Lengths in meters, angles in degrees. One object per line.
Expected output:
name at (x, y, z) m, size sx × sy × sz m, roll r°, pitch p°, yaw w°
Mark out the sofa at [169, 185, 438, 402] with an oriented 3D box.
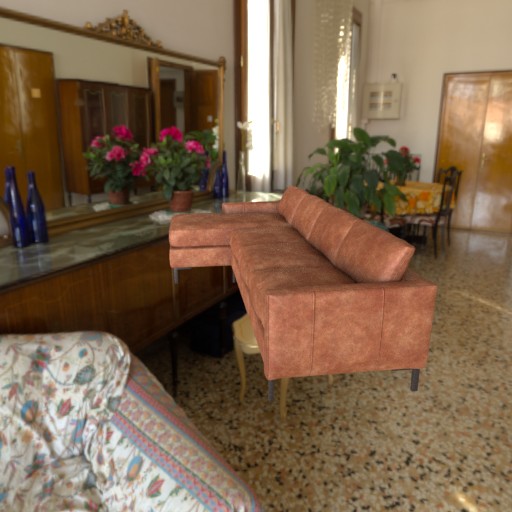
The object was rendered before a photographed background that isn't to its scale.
sofa at (0.000, 0.000, 3.656) m, size 1.471 × 0.859 × 2.993 m, roll -2°, pitch 16°, yaw -8°
